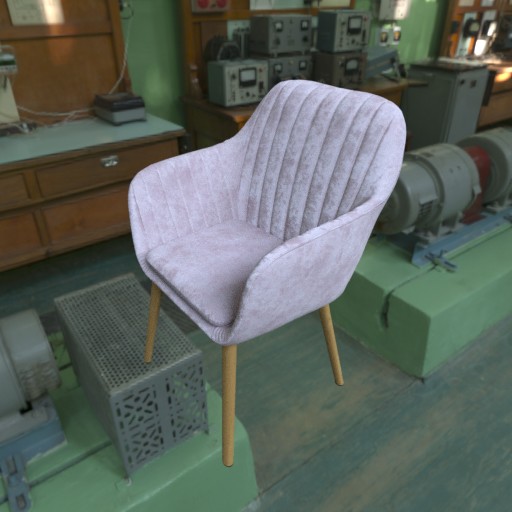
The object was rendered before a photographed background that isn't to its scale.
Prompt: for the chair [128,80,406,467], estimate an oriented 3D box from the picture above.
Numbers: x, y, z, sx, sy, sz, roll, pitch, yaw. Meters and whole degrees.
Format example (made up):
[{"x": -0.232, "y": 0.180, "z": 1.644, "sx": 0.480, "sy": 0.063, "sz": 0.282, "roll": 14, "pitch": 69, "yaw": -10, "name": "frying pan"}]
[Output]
[{"x": 0.000, "y": 0.000, "z": 1.233, "sx": 0.570, "sy": 0.832, "sz": 0.610, "roll": -22, "pitch": 38, "yaw": -32, "name": "chair"}]
